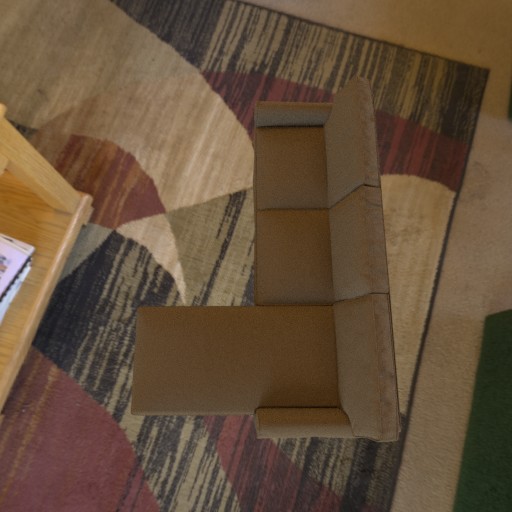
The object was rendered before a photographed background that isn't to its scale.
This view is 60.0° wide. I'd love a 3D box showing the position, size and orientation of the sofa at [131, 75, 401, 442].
[{"bbox_3d":[0.000,0.000,3.236,1.733,0.978,2.475,0,75,0],"label":"sofa"}]
